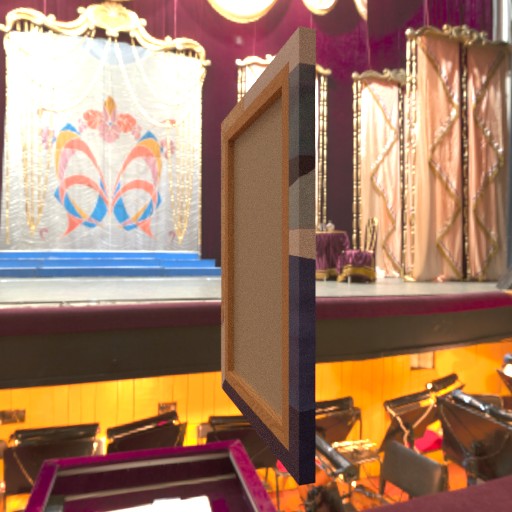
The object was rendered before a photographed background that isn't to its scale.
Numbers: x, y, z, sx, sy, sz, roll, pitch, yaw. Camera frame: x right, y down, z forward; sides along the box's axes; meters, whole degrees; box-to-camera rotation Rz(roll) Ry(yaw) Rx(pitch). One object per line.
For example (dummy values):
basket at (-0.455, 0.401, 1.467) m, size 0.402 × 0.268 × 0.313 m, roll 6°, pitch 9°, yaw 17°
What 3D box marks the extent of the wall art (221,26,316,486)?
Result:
wall art at (0.000, 0.000, 0.814) m, size 0.026 × 0.613 × 0.458 m, roll 0°, pitch 0°, yaw -18°
